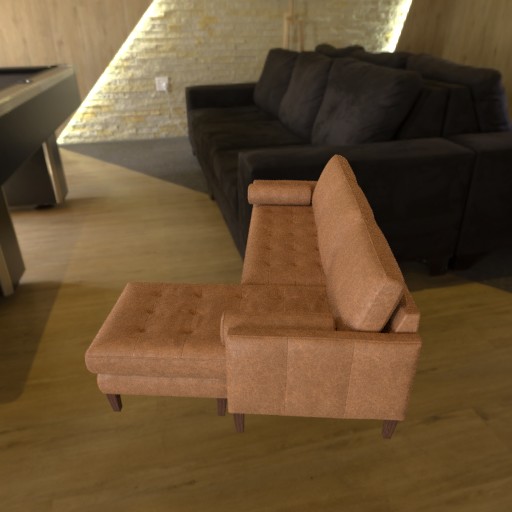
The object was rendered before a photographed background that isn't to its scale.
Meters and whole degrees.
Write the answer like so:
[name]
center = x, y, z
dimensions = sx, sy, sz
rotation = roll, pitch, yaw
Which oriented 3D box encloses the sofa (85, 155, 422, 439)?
[sofa]
center = 0.000, 0.000, 2.906
dimensions = 1.506, 0.876, 2.178
rotation = 1, 27, 3
